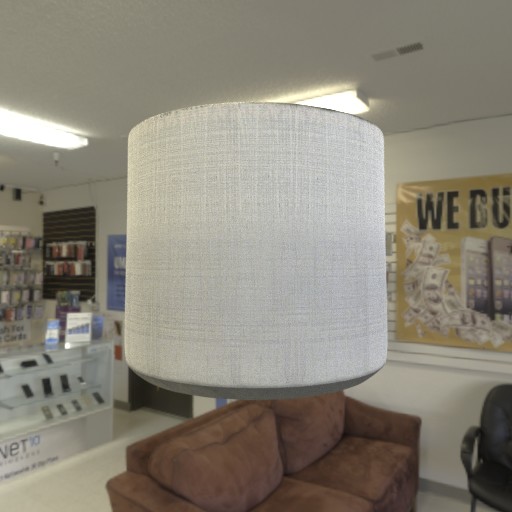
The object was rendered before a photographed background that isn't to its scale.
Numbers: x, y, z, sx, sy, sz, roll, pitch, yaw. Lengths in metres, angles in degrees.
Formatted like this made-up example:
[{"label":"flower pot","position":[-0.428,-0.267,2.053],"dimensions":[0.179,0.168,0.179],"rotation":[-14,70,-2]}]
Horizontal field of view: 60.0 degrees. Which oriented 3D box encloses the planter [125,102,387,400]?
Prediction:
[{"label":"planter","position":[0.000,0.000,0.398],"dimensions":[0.226,0.201,0.226],"rotation":[0,-1,0]}]
